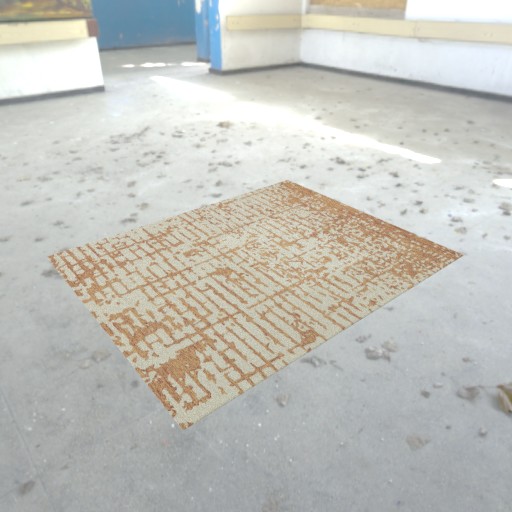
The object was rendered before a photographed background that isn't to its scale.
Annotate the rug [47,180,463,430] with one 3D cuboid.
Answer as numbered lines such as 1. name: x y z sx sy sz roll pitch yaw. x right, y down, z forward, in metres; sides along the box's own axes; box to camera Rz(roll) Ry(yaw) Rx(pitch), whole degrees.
1. rug: 0.000 0.000 4.150 3.050 0.011 2.441 -23 38 -33
